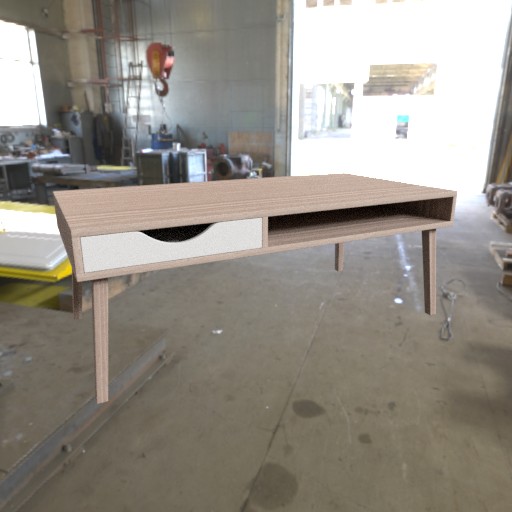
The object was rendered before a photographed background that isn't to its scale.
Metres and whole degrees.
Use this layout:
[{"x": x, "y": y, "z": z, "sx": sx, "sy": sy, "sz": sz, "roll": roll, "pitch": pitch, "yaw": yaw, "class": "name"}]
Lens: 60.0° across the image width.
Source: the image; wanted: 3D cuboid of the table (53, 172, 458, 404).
[{"x": 0.000, "y": 0.000, "z": 1.532, "sx": 1.200, "sy": 0.450, "sz": 0.600, "roll": -9, "pitch": 19, "yaw": -26, "class": "table"}]
